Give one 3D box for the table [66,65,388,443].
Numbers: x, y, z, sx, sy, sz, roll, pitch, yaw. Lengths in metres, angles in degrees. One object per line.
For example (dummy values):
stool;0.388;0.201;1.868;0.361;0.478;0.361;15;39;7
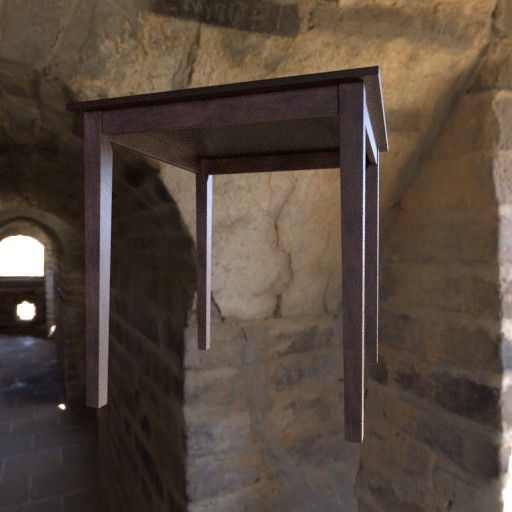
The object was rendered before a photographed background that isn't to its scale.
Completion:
table;0.000;0.000;1.349;0.749;0.770;0.749;0;1;18
